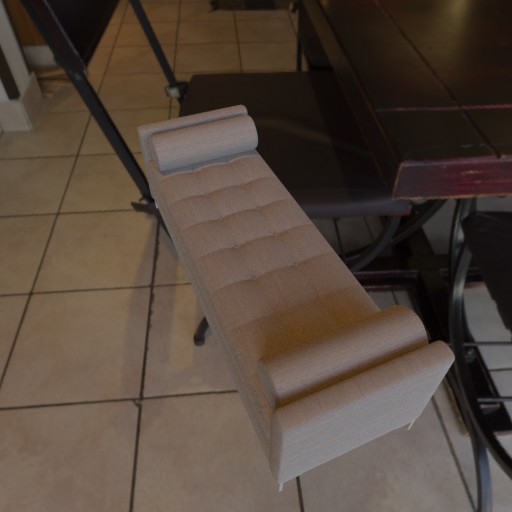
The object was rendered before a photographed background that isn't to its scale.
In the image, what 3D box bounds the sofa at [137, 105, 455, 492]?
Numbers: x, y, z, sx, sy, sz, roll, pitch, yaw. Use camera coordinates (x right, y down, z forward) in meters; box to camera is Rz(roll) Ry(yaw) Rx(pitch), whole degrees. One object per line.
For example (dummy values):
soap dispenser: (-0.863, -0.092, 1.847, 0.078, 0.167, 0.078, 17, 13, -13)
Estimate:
sofa: (0.000, 0.000, 2.298, 0.686, 0.635, 1.981, -17, 49, -16)
